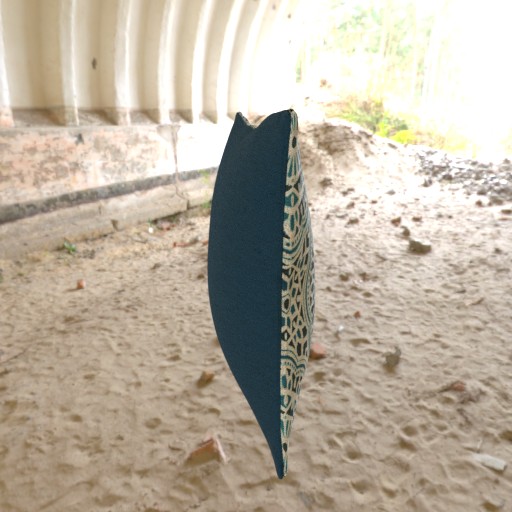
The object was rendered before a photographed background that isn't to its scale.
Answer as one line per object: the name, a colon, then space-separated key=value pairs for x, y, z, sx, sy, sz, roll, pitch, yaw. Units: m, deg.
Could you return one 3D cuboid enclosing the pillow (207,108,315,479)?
pillow: x=0.000 y=0.000 z=0.666 sx=0.145 sy=0.420 sz=0.440 roll=-3 pitch=17 yaw=-8
